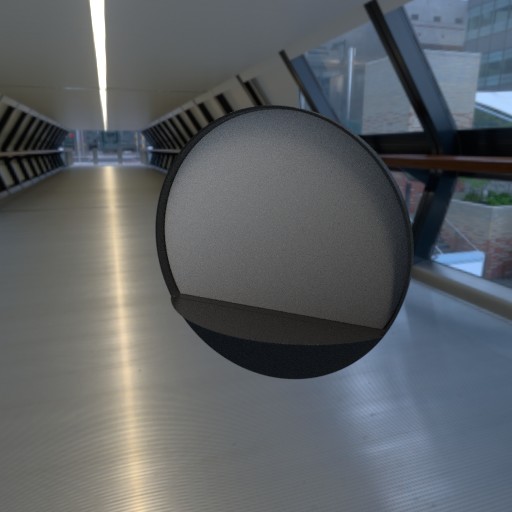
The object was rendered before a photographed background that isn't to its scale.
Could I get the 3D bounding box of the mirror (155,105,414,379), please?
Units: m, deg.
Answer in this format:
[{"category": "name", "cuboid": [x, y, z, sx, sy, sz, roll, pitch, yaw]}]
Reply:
[{"category": "mirror", "cuboid": [0.000, 0.000, 0.700, 0.457, 0.457, 0.133, 7, 16, 25]}]
